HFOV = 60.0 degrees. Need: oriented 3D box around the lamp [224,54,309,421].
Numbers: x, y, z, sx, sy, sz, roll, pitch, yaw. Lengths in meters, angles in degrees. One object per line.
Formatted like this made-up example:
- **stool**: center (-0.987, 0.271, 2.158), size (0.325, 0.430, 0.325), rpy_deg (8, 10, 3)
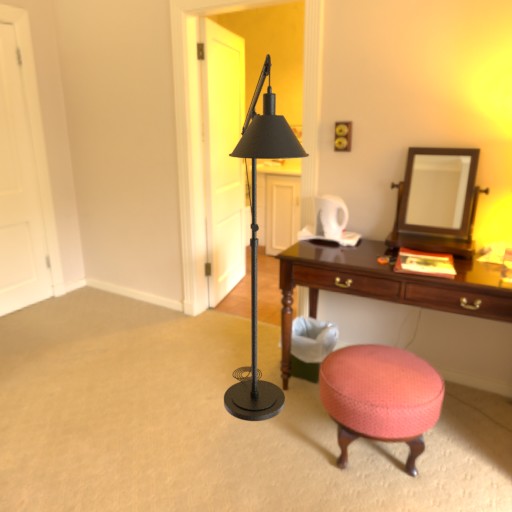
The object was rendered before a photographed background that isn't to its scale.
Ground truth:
- **lamp**: center (0.000, 0.000, 2.029), size (0.319, 1.626, 0.904), rpy_deg (-3, 17, -8)
